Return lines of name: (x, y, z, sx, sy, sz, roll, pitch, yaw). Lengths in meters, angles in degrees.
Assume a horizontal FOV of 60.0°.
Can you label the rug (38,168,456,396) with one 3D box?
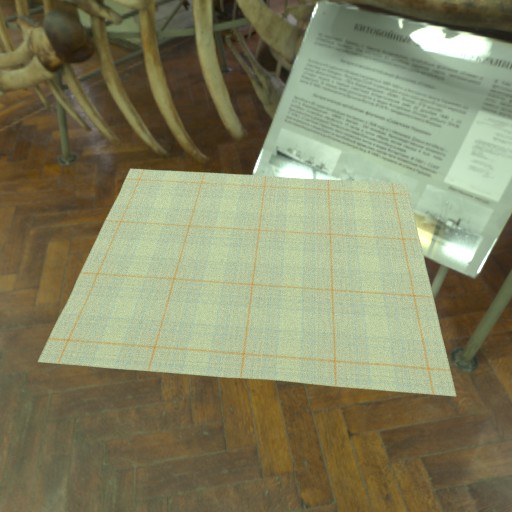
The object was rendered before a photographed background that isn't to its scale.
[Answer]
rug: (0.000, 0.000, 4.041, 3.051, 0.021, 2.448, 4, 47, 4)
